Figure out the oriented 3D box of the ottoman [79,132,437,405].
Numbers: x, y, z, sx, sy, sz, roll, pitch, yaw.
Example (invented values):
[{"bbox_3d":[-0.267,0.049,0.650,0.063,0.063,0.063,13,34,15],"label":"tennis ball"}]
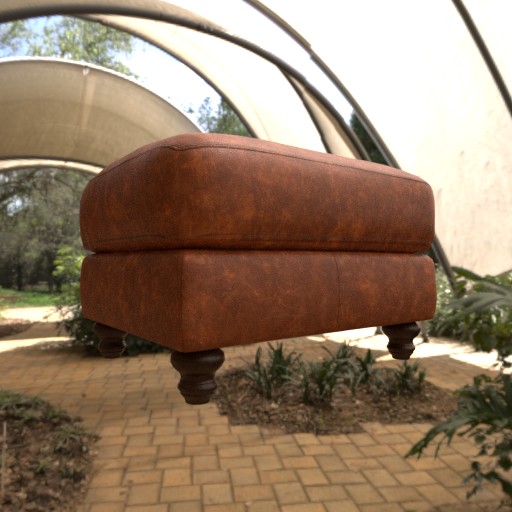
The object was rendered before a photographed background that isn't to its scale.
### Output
[{"bbox_3d":[0.000,0.000,1.232,0.832,0.562,0.657,1,-1,-37],"label":"ottoman"}]
